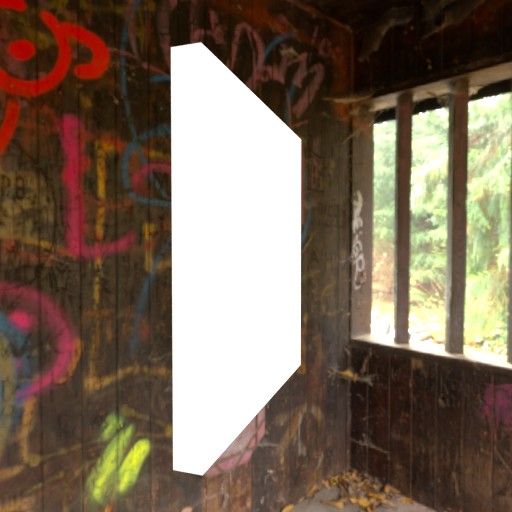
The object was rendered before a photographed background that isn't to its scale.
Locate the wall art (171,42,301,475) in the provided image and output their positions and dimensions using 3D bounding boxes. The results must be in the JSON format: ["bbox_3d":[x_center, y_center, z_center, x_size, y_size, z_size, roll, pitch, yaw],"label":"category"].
[{"bbox_3d":[0.000,0.000,0.535,0.027,0.355,0.355,1,2,19],"label":"wall art"}]
